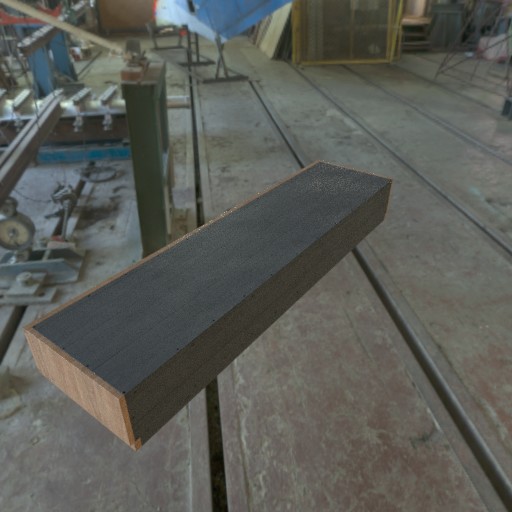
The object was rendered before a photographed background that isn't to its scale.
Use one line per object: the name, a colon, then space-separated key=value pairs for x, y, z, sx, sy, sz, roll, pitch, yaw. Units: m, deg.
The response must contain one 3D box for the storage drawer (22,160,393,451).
storage drawer: x=0.000 y=0.000 z=2.164 sx=0.538 sy=0.264 sz=2.032 roll=22 pitch=38 yaw=30
